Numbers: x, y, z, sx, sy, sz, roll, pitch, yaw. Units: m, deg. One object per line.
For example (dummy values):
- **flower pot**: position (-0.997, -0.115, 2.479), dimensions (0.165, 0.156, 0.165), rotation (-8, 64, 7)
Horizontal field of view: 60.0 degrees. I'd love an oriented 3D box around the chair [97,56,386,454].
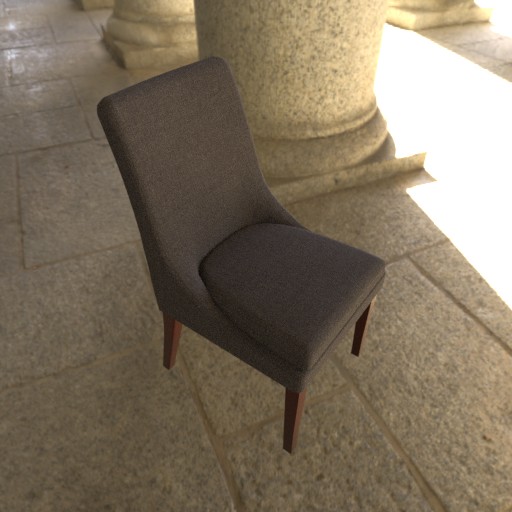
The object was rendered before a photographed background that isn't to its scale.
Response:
- **chair**: position (0.000, 0.000, 1.339), dimensions (0.655, 0.952, 0.508), rotation (26, 47, 27)
